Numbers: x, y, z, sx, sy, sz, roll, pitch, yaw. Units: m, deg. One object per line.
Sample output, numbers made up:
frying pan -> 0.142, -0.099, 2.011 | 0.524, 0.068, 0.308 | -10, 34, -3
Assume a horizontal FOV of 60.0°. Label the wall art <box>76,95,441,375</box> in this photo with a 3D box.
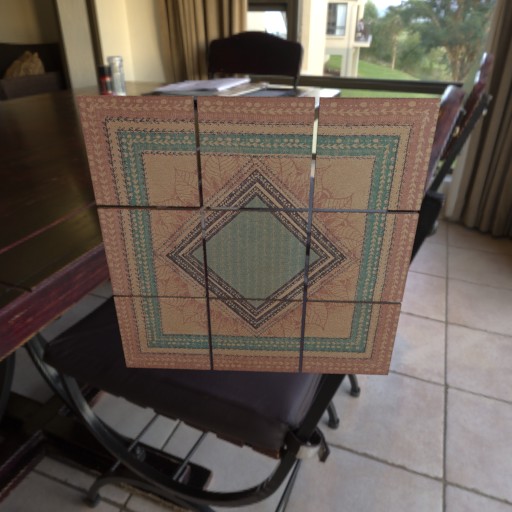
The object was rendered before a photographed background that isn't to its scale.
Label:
wall art -> 0.000, 0.000, 1.336 | 0.915, 0.914, 0.013 | 1, 29, 2
